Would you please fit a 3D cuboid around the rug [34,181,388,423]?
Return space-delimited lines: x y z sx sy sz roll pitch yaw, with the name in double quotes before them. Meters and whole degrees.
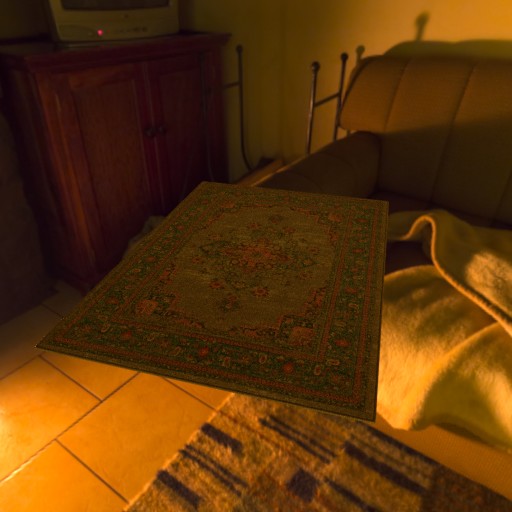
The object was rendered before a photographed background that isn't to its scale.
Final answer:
"rug" 0.000 0.000 2.859 1.609 0.013 2.214 8 32 13
